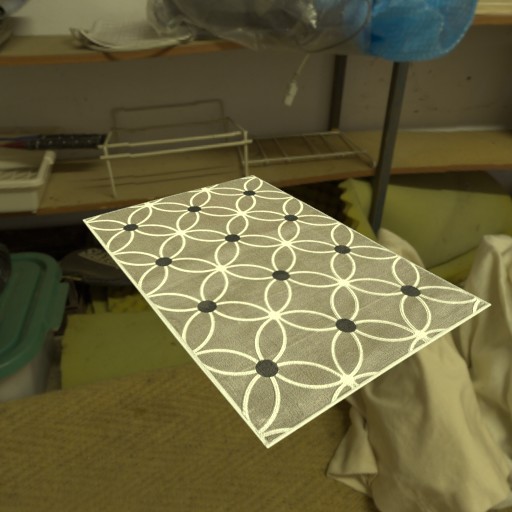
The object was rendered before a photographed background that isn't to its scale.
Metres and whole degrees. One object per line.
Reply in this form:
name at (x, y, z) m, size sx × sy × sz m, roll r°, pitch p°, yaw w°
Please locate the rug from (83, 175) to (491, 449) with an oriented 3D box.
rug at (0.000, 0.000, 2.826) m, size 1.522 × 0.008 × 2.284 m, roll -20°, pitch 37°, yaw -29°
